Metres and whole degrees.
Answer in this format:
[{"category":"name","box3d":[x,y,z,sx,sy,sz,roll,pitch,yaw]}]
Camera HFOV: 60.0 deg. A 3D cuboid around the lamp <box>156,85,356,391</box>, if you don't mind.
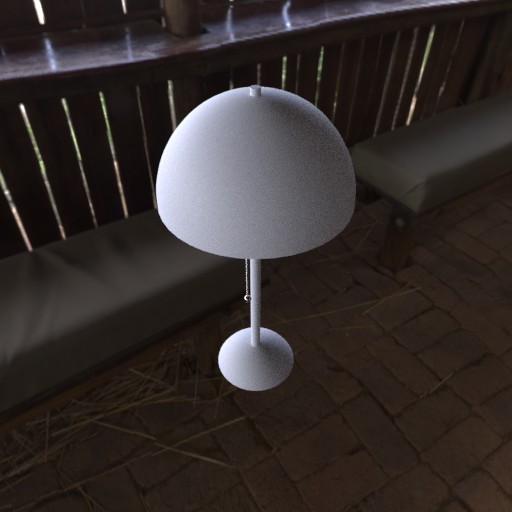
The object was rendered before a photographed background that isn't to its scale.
[{"category":"lamp","box3d":[0.000,0.000,0.435,0.171,0.330,0.171,0,41,0]}]
